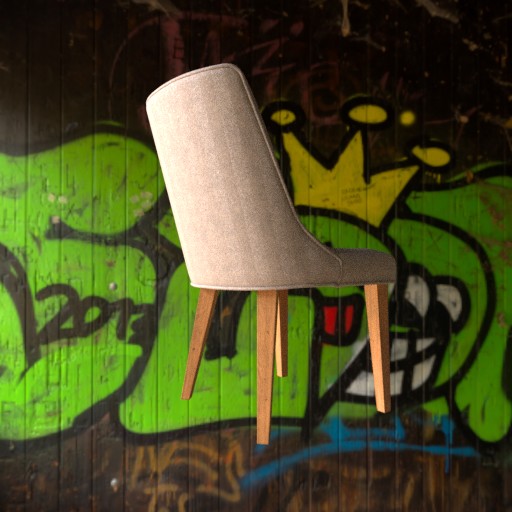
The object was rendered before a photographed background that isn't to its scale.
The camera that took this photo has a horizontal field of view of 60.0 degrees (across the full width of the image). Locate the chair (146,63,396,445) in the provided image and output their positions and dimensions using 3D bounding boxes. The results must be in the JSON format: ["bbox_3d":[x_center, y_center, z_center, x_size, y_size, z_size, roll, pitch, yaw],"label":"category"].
[{"bbox_3d":[0.000,0.000,1.334,0.636,0.916,0.548,0,0,-36],"label":"chair"}]
